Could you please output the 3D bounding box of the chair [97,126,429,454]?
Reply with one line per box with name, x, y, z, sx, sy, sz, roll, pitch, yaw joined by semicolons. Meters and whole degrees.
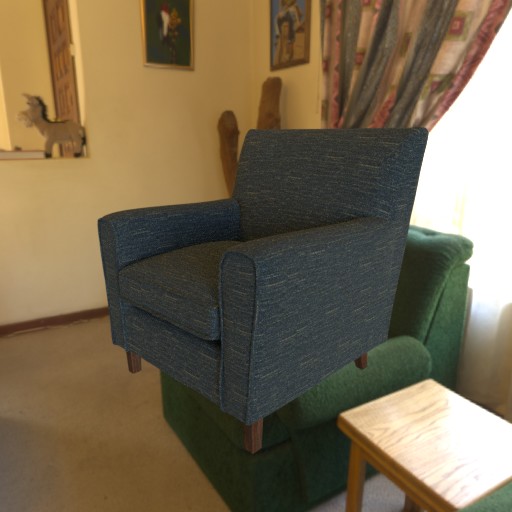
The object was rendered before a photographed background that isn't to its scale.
chair;0.000;0.000;1.655;0.864;0.928;0.873;14;21;42
